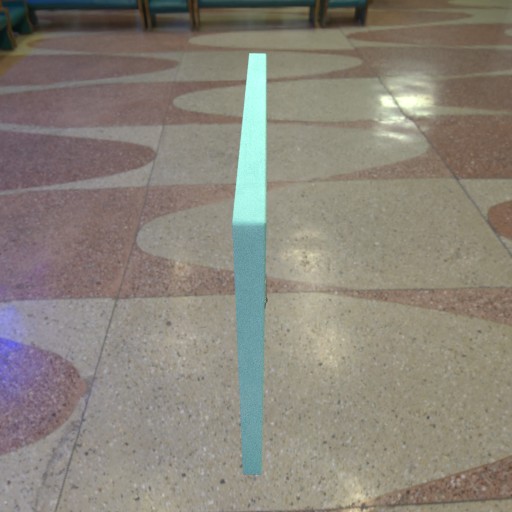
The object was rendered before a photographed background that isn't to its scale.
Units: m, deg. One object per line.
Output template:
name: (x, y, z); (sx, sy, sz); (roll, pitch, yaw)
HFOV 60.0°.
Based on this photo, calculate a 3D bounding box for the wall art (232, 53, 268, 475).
wall art: (0.000, 0.000, 1.134); (0.054, 0.766, 0.765); (1, 40, 1)
